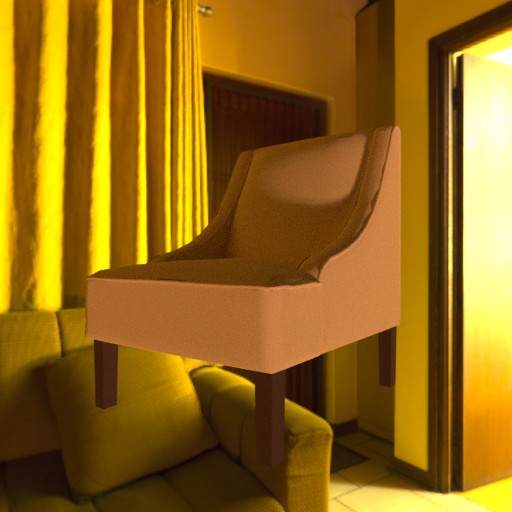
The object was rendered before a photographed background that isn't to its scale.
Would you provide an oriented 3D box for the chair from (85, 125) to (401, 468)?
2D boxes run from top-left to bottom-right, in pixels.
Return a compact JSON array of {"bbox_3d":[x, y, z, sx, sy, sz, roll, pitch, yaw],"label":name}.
[{"bbox_3d":[0.000,0.000,1.412,0.689,0.886,0.806,0,0,37],"label":"chair"}]
